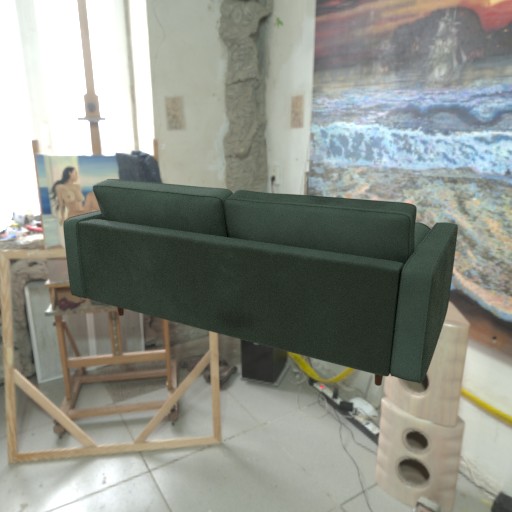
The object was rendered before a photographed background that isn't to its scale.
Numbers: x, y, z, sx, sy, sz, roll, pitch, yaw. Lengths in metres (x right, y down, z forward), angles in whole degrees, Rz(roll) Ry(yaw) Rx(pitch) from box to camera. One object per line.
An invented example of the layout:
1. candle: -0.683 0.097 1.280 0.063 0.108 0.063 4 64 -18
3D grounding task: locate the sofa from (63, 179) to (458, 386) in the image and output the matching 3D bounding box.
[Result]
1. sofa: 0.000 0.000 2.345 1.880 0.772 0.916 9 19 27
